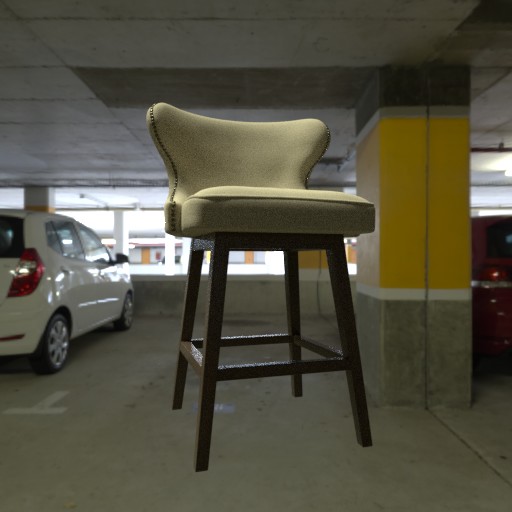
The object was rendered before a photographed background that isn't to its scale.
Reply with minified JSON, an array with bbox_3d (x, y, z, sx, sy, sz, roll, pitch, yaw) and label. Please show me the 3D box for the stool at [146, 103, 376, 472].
[{"bbox_3d":[0.000,0.000,1.312,0.615,0.972,0.597,0,-1,-18],"label":"stool"}]
